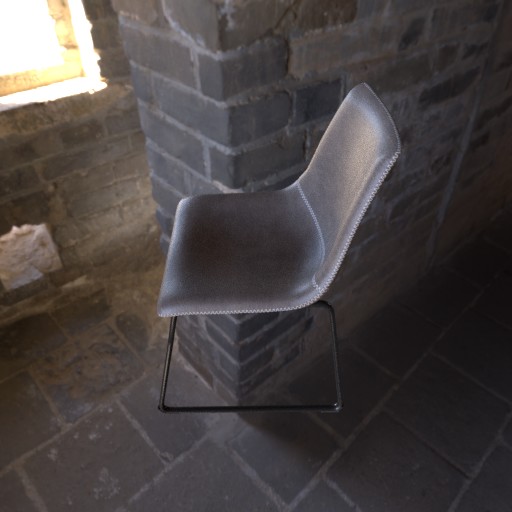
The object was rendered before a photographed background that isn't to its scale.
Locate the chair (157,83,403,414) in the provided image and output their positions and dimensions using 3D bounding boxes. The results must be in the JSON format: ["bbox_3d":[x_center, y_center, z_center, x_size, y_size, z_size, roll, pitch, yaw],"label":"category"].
[{"bbox_3d":[0.000,0.000,1.151,0.550,0.780,0.460,-1,41,-1],"label":"chair"}]
